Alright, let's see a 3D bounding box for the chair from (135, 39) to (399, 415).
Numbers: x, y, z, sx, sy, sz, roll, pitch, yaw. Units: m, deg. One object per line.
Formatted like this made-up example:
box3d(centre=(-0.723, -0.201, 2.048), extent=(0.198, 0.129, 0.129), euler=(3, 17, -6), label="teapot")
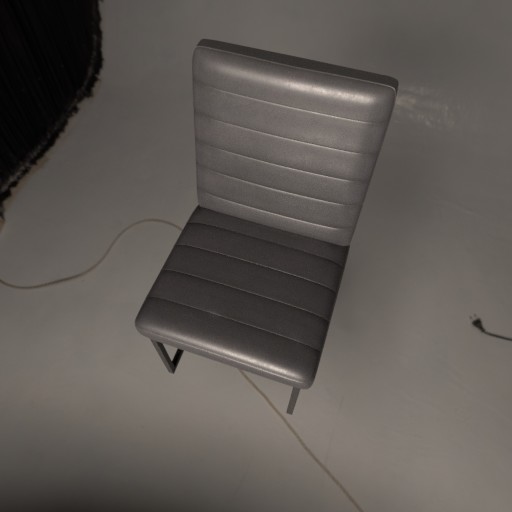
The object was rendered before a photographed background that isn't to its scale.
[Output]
box3d(centre=(0.000, 0.000, 1.312), extent=(0.520, 0.930, 0.634), euler=(16, 60, 10), label="chair")
